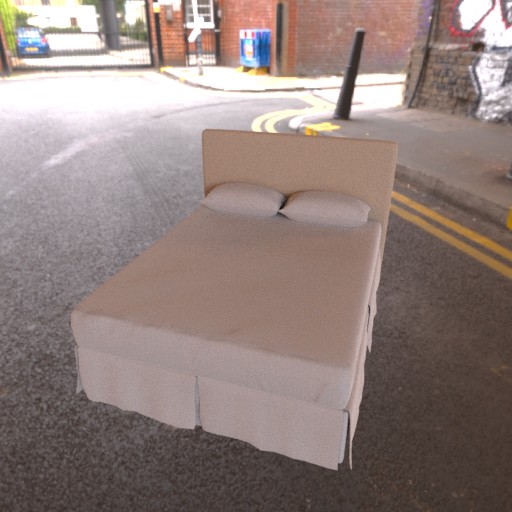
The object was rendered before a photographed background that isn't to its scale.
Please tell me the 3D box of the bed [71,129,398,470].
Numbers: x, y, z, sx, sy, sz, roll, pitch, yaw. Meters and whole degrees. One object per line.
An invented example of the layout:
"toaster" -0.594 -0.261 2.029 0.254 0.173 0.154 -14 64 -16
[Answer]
"bed" 0.000 0.000 3.170 1.748 1.330 2.142 9 28 16
